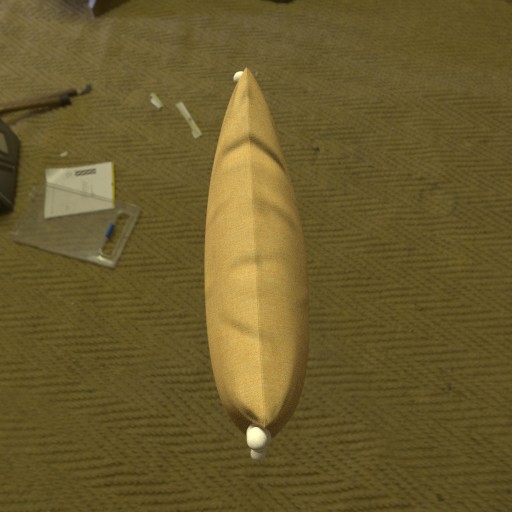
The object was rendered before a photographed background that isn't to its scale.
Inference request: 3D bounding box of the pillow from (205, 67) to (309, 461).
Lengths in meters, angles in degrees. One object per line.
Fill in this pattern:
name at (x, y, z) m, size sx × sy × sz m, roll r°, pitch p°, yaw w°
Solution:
pillow at (0.000, 0.000, 0.852) m, size 0.201 × 0.322 × 0.709 m, roll -2°, pitch 64°, yaw -1°
